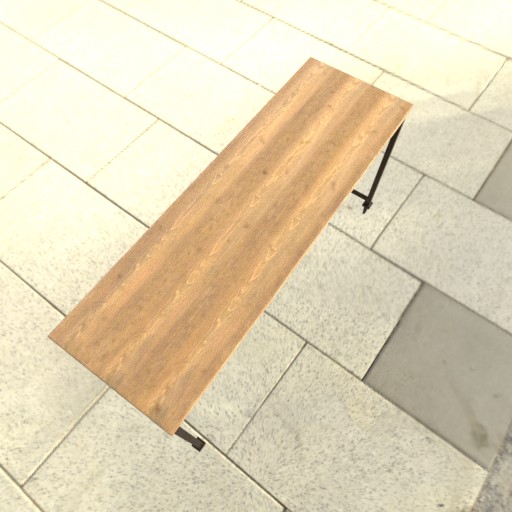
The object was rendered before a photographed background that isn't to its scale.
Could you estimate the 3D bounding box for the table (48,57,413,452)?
[{"bbox_3d":[0.000,0.000,2.153,0.551,0.902,1.700,32,67,15],"label":"table"}]
